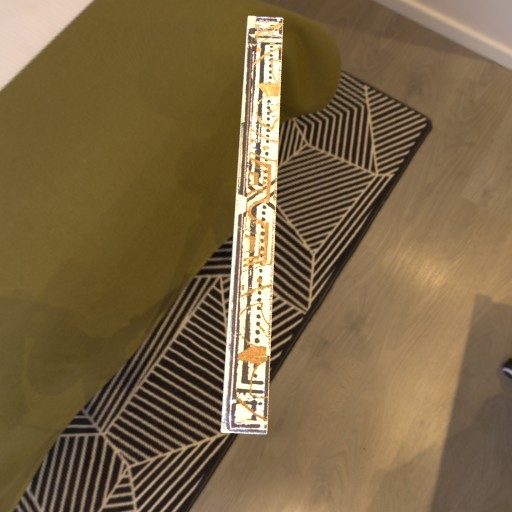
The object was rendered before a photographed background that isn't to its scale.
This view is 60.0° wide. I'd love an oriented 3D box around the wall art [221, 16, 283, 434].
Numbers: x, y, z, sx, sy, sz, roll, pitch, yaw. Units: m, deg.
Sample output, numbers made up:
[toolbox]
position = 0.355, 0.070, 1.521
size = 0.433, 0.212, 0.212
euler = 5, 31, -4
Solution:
[wall art]
position = 0.000, 0.000, 0.609
size = 0.038, 0.410, 0.411
euler = 3, 74, 1
